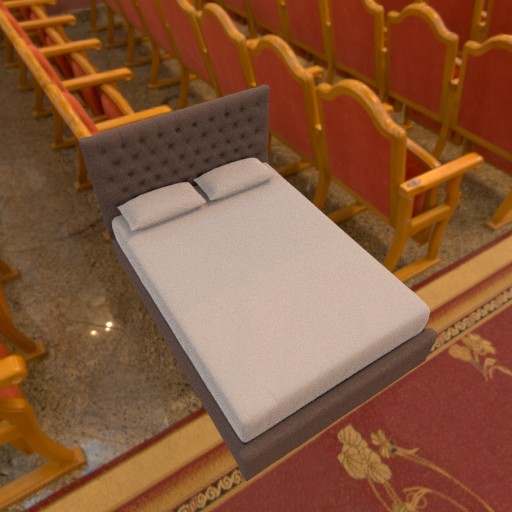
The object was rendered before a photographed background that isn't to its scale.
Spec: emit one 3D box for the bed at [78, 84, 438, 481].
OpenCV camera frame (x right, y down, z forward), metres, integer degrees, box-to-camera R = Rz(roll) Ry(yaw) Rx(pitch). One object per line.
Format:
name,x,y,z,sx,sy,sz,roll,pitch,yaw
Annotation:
bed,0.000,0.000,3.439,1.698,1.427,2.387,-25,51,-22
